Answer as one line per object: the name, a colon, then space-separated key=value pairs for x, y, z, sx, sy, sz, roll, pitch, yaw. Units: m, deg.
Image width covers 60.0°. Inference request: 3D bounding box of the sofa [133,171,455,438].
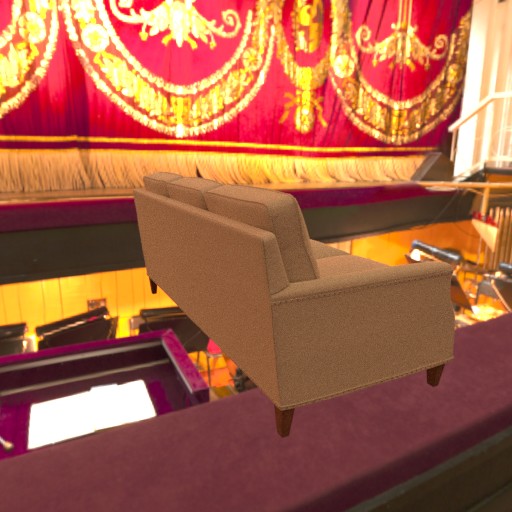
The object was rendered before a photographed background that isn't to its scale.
sofa: x=0.000 y=0.000 z=2.839 sx=1.084 sy=1.003 sz=2.246 roll=-7 pitch=15 yaw=-26
